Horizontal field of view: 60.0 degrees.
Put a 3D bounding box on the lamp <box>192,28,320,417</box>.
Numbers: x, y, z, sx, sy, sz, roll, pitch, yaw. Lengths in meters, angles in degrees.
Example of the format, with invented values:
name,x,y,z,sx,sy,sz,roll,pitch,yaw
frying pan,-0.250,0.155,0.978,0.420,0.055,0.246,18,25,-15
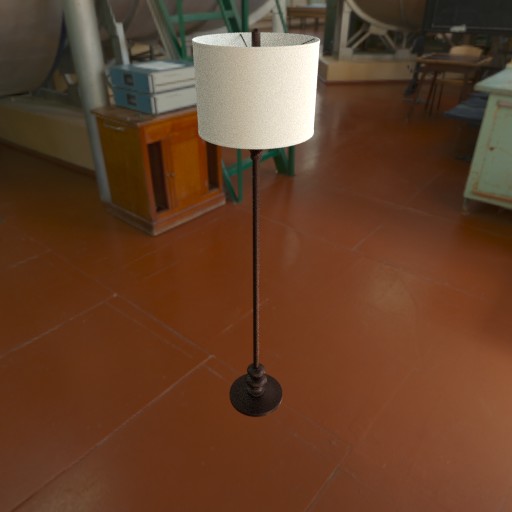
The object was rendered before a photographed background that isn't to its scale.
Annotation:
name,x,y,z,sx,sy,sz,roll,pitch,yaw
lamp,0.000,0.000,1.621,0.356,1.487,0.356,-9,33,-13
